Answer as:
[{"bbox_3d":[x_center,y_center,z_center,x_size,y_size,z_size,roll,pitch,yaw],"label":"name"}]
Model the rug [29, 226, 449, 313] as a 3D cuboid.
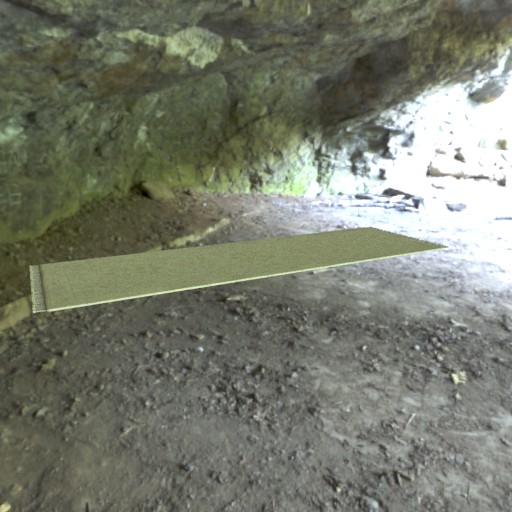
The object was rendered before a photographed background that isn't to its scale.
[{"bbox_3d":[0.000,0.000,2.789,2.544,0.015,0.795,-8,17,-26],"label":"rug"}]
